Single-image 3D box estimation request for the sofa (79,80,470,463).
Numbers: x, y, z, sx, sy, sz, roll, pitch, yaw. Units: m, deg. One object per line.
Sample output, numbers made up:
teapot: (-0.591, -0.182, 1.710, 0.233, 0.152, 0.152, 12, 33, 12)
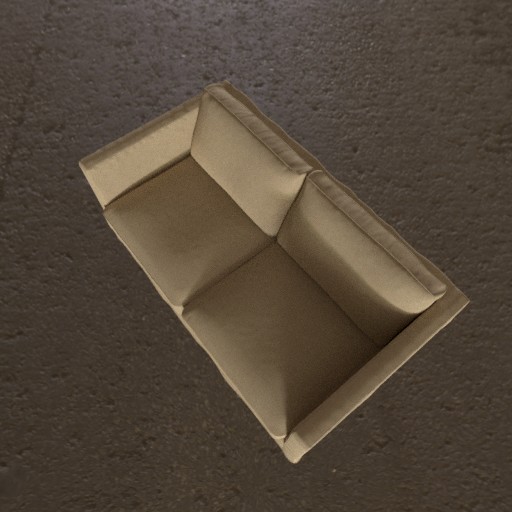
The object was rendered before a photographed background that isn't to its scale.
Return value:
sofa: (0.000, 0.000, 2.259, 0.962, 0.835, 1.719, -36, 68, -17)
